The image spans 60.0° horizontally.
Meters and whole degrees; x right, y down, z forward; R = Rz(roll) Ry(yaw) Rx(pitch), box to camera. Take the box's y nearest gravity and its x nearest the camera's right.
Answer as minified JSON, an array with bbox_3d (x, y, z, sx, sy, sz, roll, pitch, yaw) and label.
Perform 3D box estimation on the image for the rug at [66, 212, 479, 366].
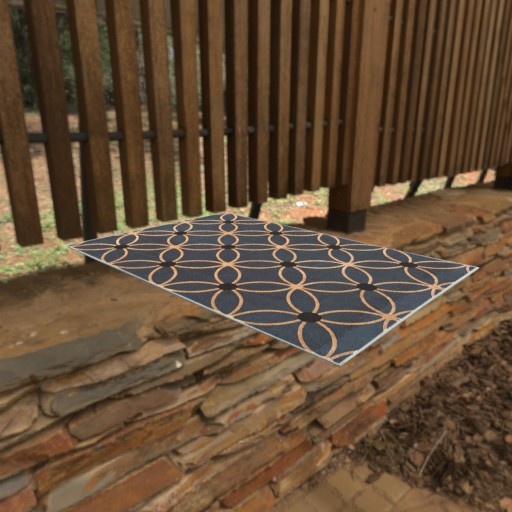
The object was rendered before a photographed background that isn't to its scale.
[{"bbox_3d":[0.000,0.000,2.905,2.284,0.008,1.522,16,24,41],"label":"rug"}]
